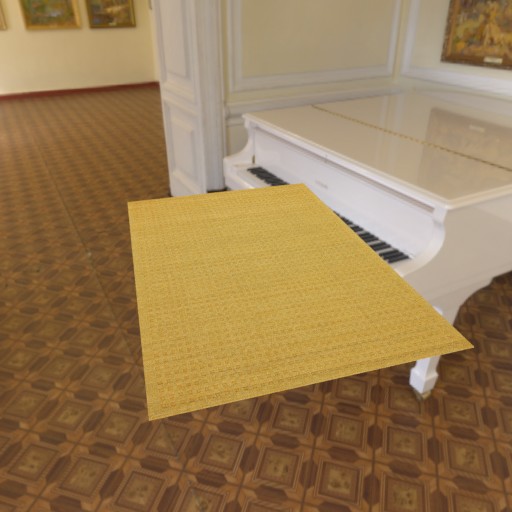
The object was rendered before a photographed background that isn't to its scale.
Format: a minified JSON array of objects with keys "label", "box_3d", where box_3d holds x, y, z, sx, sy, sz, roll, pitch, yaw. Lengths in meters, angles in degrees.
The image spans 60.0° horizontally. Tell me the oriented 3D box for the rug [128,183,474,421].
[{"label":"rug","box_3d":[0.000,0.000,3.713,1.981,0.006,2.895,-8,31,-14]}]
